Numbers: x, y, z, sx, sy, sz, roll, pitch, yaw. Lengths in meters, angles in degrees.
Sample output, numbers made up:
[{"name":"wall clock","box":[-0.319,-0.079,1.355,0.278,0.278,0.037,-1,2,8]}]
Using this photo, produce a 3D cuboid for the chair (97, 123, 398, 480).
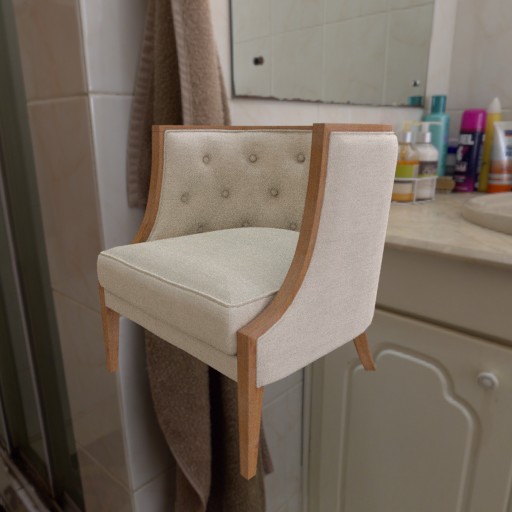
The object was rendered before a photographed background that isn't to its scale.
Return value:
[{"name":"chair","box":[0.000,0.000,1.365,0.757,0.775,0.711,-15,22,-42]}]
